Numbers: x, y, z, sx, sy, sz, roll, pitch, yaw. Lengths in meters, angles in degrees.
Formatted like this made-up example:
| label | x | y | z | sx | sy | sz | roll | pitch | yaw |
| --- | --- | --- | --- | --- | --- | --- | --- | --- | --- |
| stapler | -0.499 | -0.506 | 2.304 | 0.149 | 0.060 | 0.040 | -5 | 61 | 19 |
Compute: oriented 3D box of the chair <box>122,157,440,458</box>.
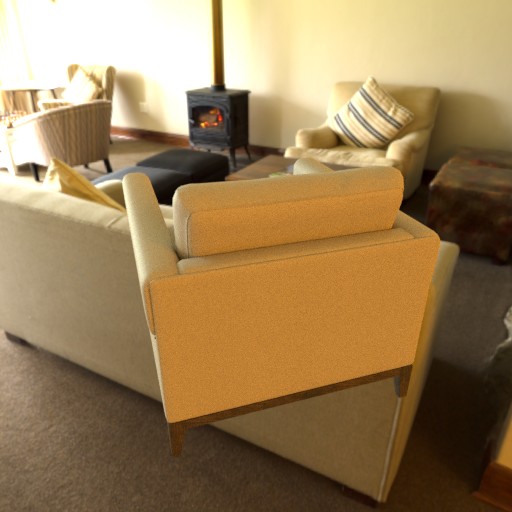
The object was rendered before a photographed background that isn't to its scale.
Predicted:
| label | x | y | z | sx | sy | sz | roll | pitch | yaw |
| --- | --- | --- | --- | --- | --- | --- | --- | --- | --- |
| chair | 0.000 | 0.000 | 1.738 | 0.914 | 0.838 | 0.959 | -8 | 29 | -16 |
